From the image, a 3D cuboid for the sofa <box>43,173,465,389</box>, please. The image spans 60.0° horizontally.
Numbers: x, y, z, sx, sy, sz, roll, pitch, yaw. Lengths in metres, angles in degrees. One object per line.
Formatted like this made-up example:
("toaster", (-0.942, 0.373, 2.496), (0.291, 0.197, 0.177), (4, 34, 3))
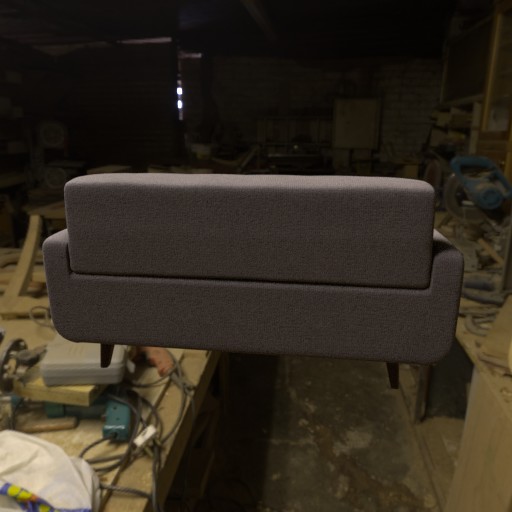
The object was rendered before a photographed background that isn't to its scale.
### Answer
("sofa", (0.000, 0.000, 2.140), (1.631, 0.841, 0.909), (2, 17, 7))
